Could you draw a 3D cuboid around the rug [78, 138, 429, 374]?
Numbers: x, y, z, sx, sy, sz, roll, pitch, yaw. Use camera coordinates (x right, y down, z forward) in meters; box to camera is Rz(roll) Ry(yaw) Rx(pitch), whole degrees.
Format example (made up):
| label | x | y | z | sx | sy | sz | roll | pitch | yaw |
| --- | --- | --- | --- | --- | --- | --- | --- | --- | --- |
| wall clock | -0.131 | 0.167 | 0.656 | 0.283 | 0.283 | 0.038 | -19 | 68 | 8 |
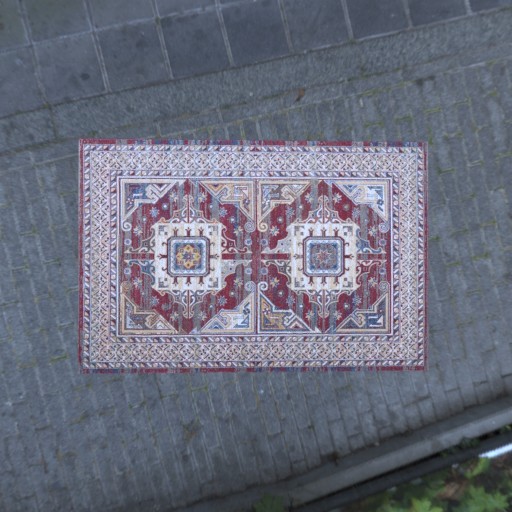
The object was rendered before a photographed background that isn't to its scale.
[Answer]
| label | x | y | z | sx | sy | sz | roll | pitch | yaw |
| --- | --- | --- | --- | --- | --- | --- | --- | --- | --- |
| rug | 0.000 | 0.000 | 5.795 | 4.578 | 0.033 | 3.033 | 0 | 90 | -2 |
